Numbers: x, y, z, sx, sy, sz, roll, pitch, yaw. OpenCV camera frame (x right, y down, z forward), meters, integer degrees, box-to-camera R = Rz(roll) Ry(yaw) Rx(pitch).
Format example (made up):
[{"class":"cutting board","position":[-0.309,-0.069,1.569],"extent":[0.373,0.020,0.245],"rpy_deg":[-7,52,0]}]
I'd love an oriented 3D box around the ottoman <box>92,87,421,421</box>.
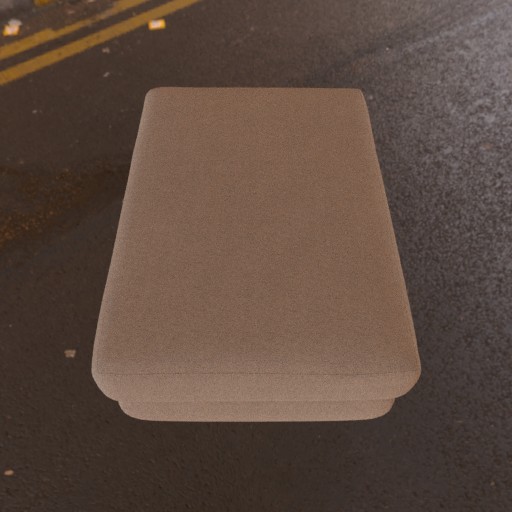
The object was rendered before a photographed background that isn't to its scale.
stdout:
[{"class":"ottoman","position":[0.000,0.000,1.090],"extent":[0.569,0.504,0.773],"rpy_deg":[0,57,0]}]
